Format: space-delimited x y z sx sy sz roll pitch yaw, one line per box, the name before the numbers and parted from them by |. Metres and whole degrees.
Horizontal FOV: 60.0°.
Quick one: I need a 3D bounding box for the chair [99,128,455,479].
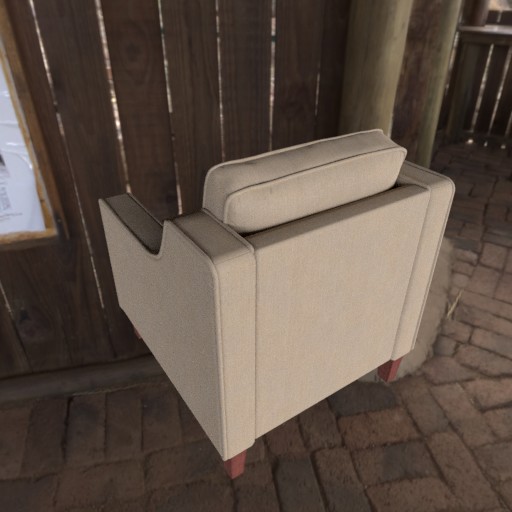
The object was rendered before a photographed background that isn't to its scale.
chair | 0.000 0.000 1.614 0.831 0.960 0.909 -19 37 -28
